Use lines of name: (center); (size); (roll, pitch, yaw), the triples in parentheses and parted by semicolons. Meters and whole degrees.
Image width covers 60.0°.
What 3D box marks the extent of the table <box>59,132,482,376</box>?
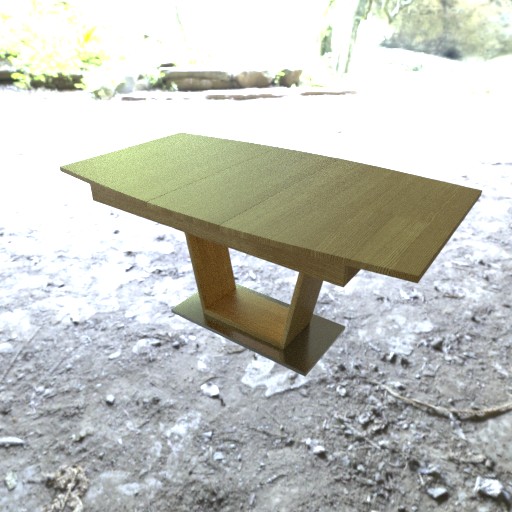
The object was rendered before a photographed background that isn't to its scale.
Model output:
table: (0.000, 0.000, 2.024); (1.598, 0.748, 0.900); (19, 34, 30)
